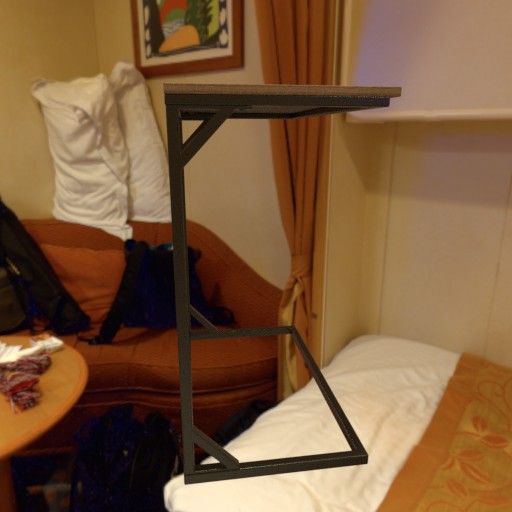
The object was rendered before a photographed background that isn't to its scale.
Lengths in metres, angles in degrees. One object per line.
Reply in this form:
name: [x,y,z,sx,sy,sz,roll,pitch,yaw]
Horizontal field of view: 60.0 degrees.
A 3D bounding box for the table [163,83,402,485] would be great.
table: [0.000,0.000,1.011,0.351,0.673,0.597,-2,16,-8]
